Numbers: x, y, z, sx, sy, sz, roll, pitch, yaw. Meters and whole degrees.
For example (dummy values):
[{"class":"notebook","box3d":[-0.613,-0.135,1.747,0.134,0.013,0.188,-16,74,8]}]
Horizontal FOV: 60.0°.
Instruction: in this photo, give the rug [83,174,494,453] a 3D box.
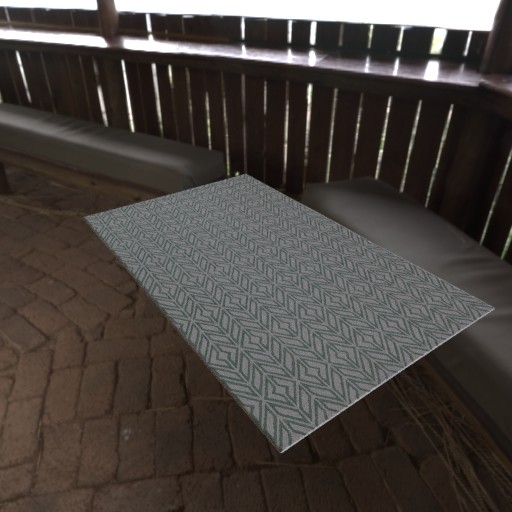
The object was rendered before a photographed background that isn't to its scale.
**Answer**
[{"class":"rug","box3d":[0.000,0.000,2.922,1.517,0.011,2.435,-21,38,-30]}]
